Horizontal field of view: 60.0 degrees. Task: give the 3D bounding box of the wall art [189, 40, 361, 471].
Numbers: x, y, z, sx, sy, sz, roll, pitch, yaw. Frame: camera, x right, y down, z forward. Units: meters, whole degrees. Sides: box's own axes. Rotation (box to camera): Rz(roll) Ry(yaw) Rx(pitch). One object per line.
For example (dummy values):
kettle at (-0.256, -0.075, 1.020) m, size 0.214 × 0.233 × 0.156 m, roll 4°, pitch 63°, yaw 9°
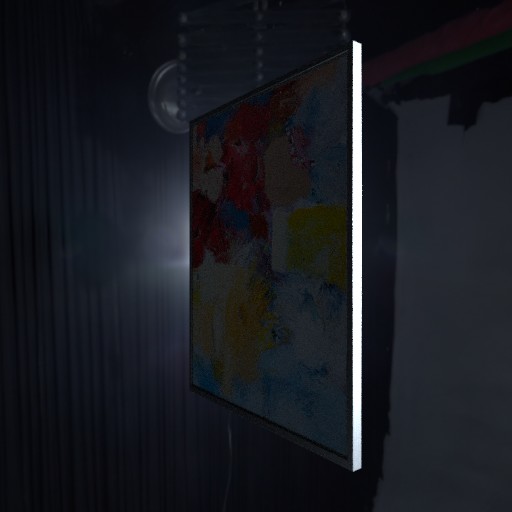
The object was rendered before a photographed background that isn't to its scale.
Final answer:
wall art at (0.000, 0.000, 1.409) m, size 0.030 × 1.046 × 0.816 m, roll 0°, pitch 0°, yaw -37°
